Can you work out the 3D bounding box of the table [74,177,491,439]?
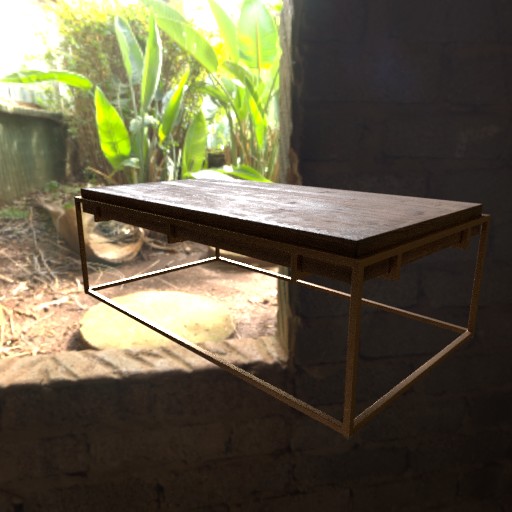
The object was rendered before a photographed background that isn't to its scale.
[{"bbox_3d":[0.000,0.000,1.702,0.775,0.468,1.387,-15,21,-43],"label":"table"}]
